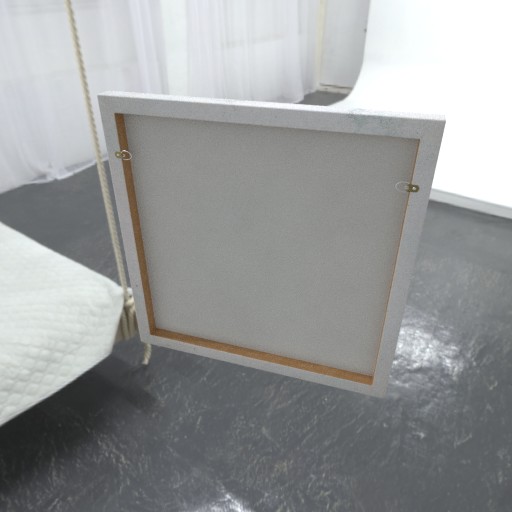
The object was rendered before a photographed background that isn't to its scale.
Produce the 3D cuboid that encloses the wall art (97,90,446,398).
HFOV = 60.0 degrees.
[{"bbox_3d":[0.000,0.000,0.919,0.612,0.612,0.040,9,33,15],"label":"wall art"}]
